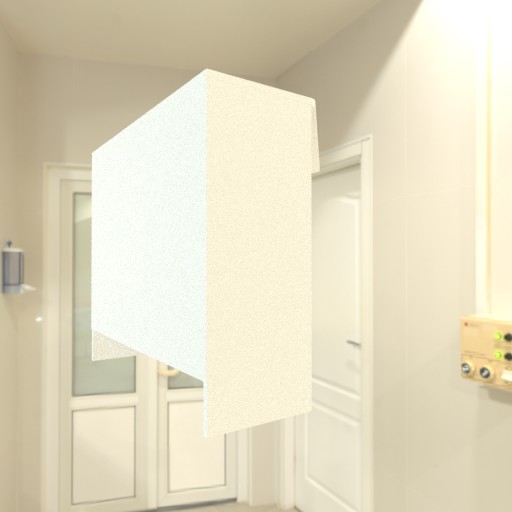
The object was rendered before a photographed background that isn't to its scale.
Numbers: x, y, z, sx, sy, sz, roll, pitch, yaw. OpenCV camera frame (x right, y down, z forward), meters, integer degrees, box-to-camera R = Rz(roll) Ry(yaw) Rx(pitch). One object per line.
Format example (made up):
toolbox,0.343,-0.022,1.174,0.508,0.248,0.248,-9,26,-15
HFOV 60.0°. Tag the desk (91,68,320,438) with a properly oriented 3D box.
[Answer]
desk,0.000,0.000,1.629,0.926,0.818,0.940,0,-1,-35
